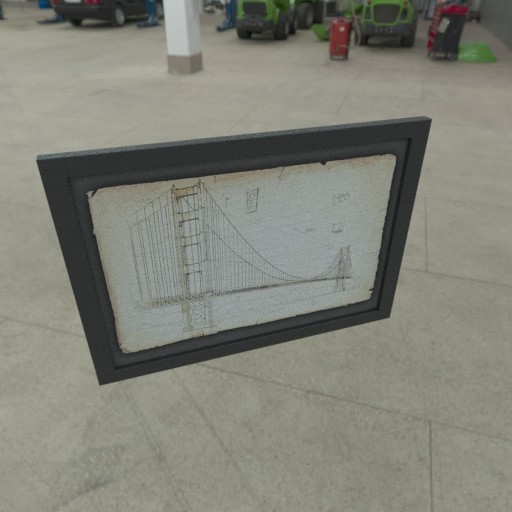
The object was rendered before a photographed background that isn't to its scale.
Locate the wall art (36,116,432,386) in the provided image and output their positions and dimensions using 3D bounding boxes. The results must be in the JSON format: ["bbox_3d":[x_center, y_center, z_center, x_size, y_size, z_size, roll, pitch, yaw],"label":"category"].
[{"bbox_3d":[0.000,0.000,0.554,0.432,0.306,0.016,-10,34,-15],"label":"wall art"}]
